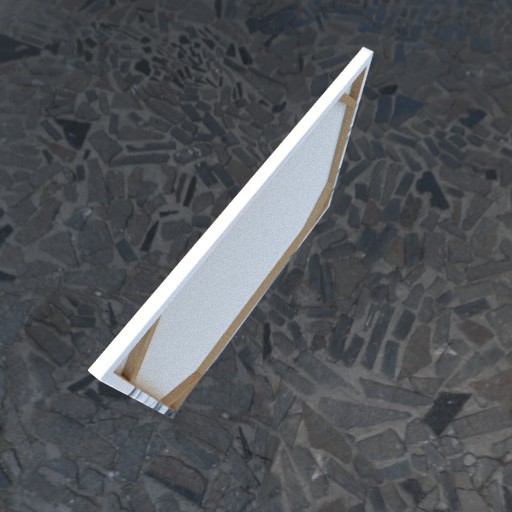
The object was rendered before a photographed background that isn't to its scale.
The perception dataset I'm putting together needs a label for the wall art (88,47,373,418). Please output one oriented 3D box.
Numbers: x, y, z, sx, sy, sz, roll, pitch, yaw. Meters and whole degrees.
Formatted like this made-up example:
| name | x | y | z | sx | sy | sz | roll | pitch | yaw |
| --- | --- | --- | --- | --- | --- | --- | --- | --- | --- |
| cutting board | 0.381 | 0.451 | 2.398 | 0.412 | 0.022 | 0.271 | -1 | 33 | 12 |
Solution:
| name | x | y | z | sx | sy | sz | roll | pitch | yaw |
| --- | --- | --- | --- | --- | --- | --- | --- | --- | --- |
| wall art | 0.000 | 0.000 | 1.584 | 0.039 | 0.915 | 1.219 | 33 | 69 | 14 |
